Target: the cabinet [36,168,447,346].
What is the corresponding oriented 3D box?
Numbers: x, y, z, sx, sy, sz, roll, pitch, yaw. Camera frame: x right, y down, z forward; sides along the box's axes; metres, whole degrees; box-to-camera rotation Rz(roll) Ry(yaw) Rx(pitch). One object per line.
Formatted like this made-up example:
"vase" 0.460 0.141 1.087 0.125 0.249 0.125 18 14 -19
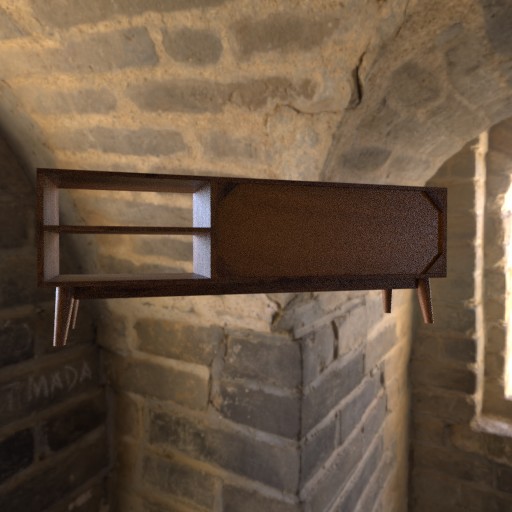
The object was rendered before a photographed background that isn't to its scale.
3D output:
"cabinet" 0.000 0.000 1.677 1.448 0.528 0.349 0 1 -17
